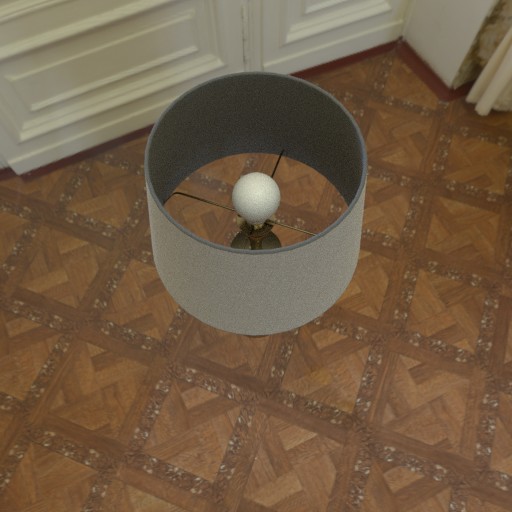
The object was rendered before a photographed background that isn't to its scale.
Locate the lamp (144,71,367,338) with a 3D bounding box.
[{"bbox_3d":[0.000,0.000,0.734,0.309,0.545,0.309,0,65,0],"label":"lamp"}]
